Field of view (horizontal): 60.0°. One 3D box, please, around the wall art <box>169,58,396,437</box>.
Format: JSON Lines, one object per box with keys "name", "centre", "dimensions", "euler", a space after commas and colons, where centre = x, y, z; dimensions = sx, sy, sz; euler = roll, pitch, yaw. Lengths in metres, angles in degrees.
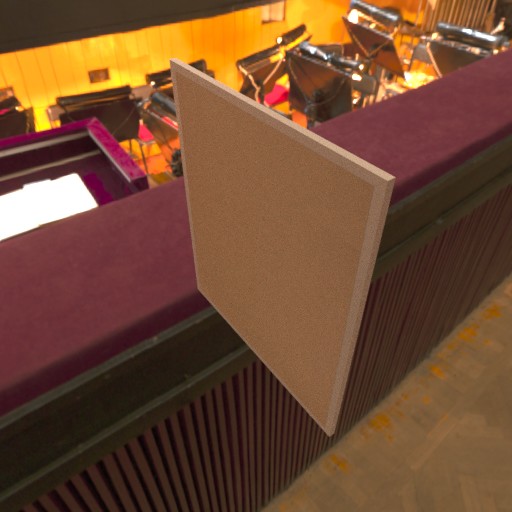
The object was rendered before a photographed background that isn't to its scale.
{"name": "wall art", "centre": [0.000, 0.000, 0.795], "dimensions": [0.012, 0.557, 0.482], "euler": [-26, 48, -26]}
